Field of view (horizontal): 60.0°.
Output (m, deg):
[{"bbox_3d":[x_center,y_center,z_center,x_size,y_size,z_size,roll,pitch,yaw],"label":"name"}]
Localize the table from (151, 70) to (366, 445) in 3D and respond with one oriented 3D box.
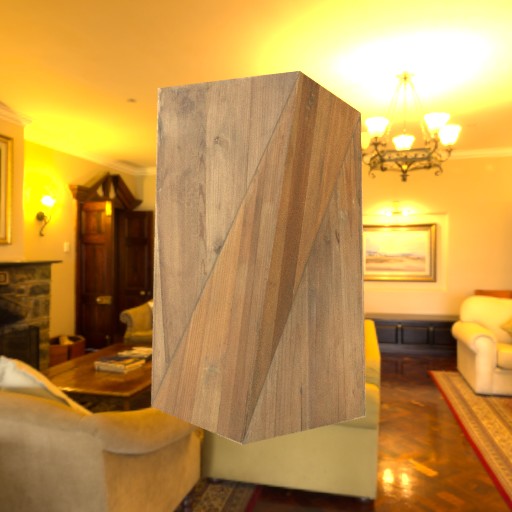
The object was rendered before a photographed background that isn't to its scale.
[{"bbox_3d":[0.000,0.000,0.929,0.441,0.604,0.425,0,0,-35],"label":"table"}]
